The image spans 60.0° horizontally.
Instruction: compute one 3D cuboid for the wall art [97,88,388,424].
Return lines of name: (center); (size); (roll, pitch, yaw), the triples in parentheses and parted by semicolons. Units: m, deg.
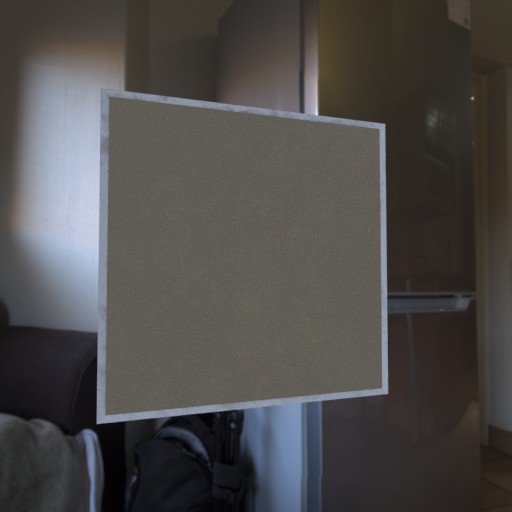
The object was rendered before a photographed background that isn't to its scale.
wall art: (0.000, 0.000, 1.138); (0.760, 0.757, 0.038); (1, -2, -19)
